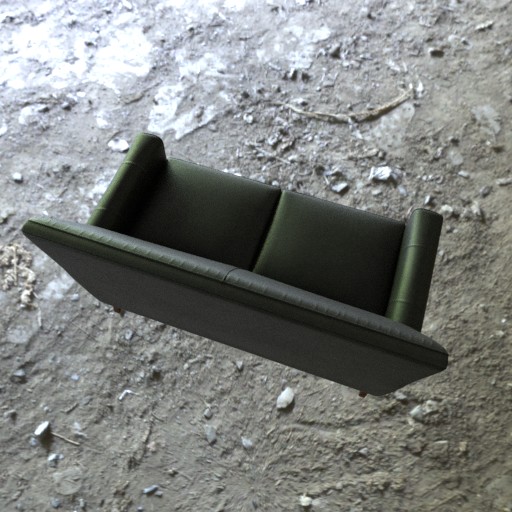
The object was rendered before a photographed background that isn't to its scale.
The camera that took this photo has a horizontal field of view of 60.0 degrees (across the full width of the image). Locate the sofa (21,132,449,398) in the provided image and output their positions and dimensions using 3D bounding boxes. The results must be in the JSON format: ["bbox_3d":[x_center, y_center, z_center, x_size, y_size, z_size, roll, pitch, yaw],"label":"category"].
[{"bbox_3d":[0.000,0.000,1.981,1.473,0.871,0.787,17,64,9],"label":"sofa"}]
